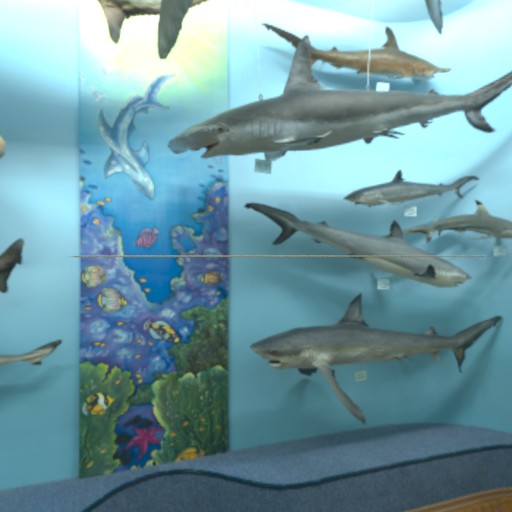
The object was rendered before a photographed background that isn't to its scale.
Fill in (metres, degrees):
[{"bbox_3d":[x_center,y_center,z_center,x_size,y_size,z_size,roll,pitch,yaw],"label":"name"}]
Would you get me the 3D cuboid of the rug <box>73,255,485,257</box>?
[{"bbox_3d":[0.000,0.000,4.204,3.143,0.008,2.451,0,0,-19],"label":"rug"}]
